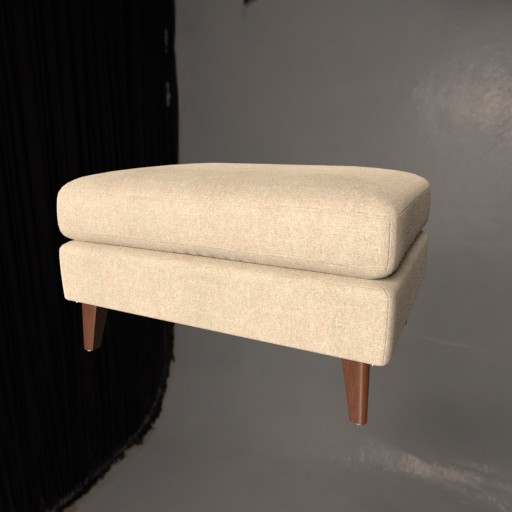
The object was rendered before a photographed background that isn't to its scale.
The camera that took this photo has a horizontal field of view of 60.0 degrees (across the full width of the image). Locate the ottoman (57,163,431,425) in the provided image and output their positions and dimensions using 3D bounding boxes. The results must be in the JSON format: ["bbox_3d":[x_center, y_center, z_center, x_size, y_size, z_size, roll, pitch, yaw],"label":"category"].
[{"bbox_3d":[0.000,0.000,1.205,0.823,0.478,0.610,7,16,25],"label":"ottoman"}]
